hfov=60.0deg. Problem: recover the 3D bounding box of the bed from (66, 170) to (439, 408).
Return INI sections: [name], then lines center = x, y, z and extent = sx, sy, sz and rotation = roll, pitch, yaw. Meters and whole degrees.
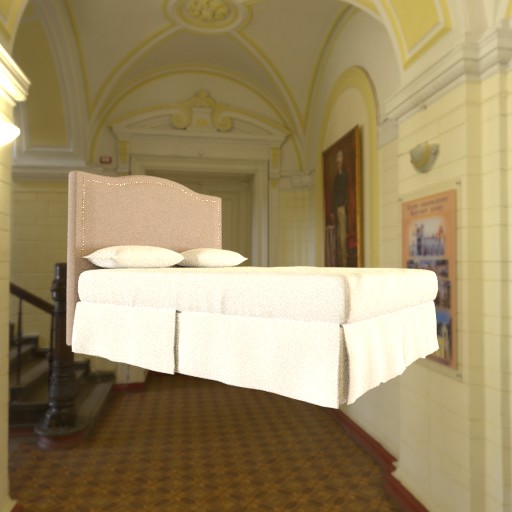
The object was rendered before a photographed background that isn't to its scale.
[bed]
center = 0.000, 0.000, 3.366
extent = 2.282, 1.436, 1.821
rotation = -1, -1, 35
